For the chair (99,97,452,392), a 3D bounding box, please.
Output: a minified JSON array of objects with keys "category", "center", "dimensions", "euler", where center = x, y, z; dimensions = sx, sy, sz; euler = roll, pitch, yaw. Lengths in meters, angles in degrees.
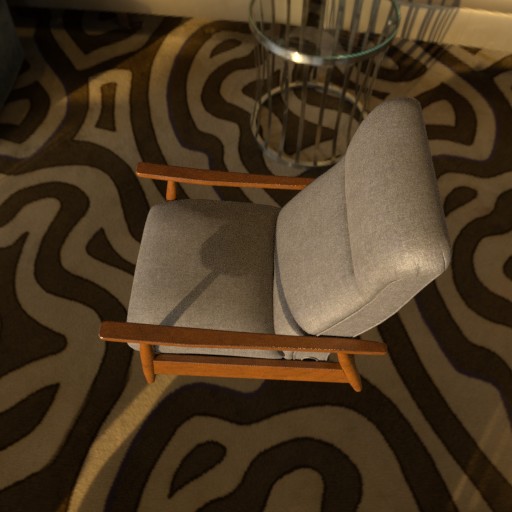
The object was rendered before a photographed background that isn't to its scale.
[{"category":"chair","center":[0.000,0.000,1.708],"dimensions":[1.014,1.081,0.762],"euler":[2,60,1]}]
